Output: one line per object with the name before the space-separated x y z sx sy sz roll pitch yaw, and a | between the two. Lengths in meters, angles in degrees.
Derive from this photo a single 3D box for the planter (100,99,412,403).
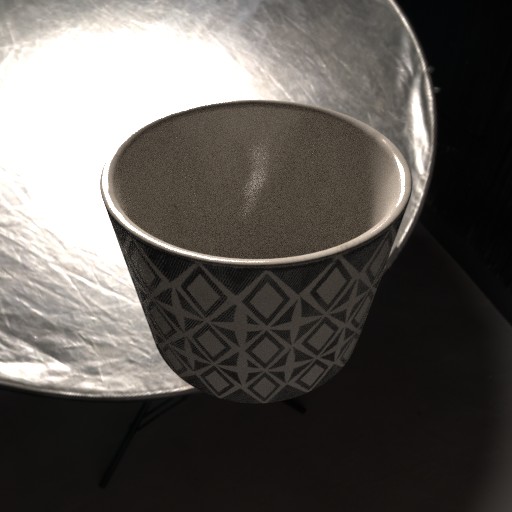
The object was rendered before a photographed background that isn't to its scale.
planter | 0.000 0.000 0.454 0.260 0.220 0.260 0 42 0
